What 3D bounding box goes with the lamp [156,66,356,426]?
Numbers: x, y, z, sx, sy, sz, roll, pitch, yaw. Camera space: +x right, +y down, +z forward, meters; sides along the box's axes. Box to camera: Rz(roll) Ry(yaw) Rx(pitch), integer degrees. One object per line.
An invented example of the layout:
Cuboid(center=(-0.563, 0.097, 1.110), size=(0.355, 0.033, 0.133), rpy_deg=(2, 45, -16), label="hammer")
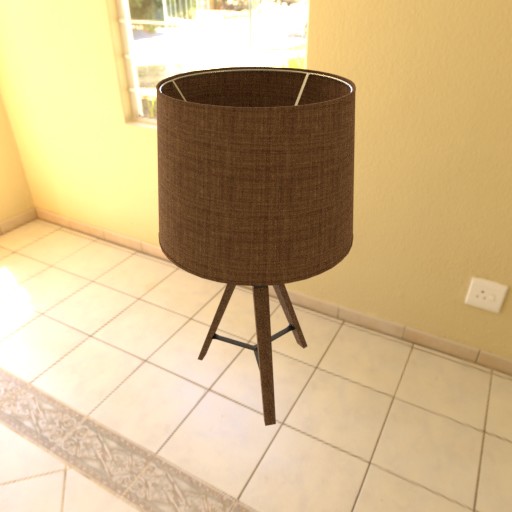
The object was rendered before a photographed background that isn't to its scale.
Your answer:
Cuboid(center=(0.000, 0.000, 0.695), size=(0.290, 0.514, 0.290), rpy_deg=(0, 32, 0), label="lamp")
